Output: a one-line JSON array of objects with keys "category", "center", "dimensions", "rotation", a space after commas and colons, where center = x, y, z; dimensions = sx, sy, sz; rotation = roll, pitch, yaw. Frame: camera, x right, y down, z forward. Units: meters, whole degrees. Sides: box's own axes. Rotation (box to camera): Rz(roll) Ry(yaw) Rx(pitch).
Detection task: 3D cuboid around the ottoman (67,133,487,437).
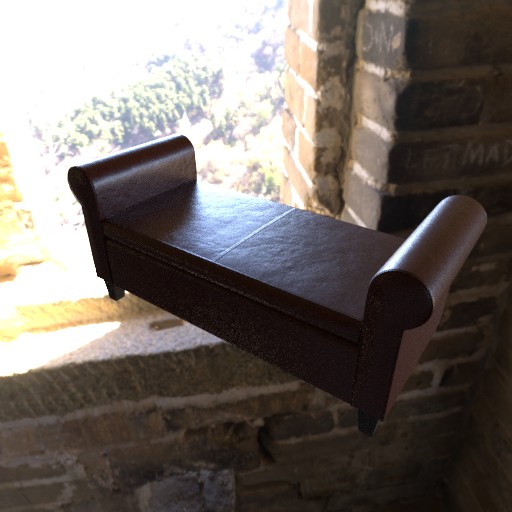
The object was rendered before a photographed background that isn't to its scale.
[{"category": "ottoman", "center": [0.000, 0.000, 1.505], "dimensions": [1.256, 0.547, 0.521], "rotation": [20, 36, 30]}]
